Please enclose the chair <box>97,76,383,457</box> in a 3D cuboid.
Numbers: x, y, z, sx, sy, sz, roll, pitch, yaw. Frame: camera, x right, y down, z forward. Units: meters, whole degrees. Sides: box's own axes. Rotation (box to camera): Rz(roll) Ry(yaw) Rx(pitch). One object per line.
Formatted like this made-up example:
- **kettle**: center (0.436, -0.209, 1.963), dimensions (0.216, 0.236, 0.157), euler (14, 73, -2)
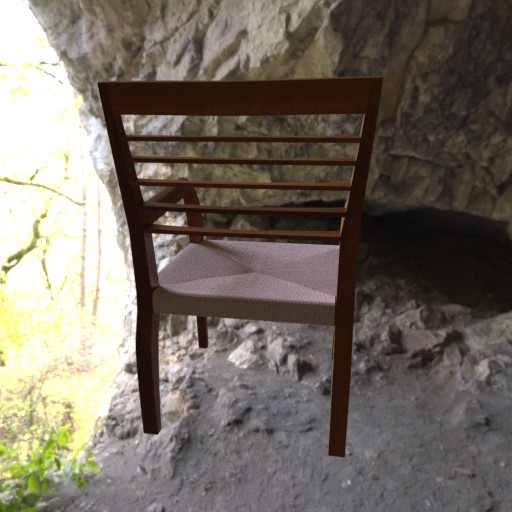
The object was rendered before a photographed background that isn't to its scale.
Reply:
- **chair**: center (0.000, 0.000, 1.203), dimensions (0.587, 0.855, 0.540), euler (3, 17, 9)
